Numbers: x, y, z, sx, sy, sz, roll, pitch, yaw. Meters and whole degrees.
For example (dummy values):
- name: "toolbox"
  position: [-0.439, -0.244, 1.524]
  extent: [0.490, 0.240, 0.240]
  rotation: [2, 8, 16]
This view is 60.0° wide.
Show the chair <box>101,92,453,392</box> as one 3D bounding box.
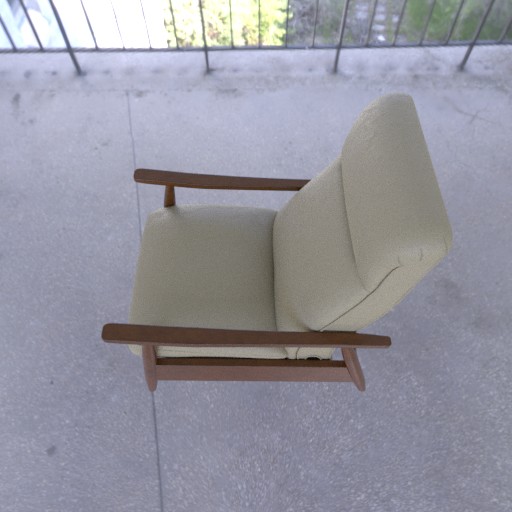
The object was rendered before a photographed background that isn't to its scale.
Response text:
- name: "chair"
  position: [0.000, 0.000, 1.715]
  extent: [1.014, 1.082, 0.762]
  rotation: [0, 57, 0]
